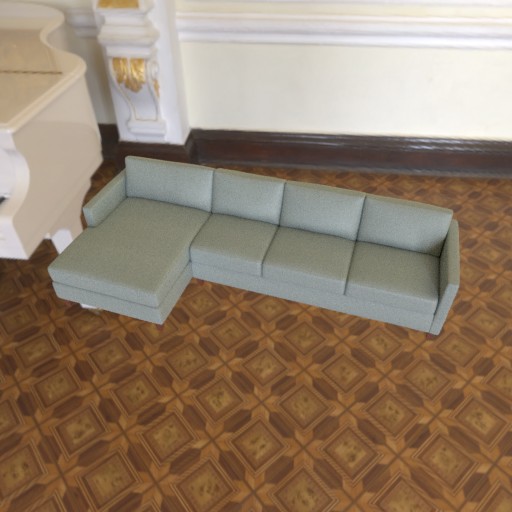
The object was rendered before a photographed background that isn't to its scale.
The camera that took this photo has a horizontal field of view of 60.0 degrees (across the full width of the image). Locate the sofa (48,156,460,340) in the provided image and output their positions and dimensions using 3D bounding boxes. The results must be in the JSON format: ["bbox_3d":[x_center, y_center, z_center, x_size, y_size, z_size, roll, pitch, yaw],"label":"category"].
[{"bbox_3d":[0.000,0.000,4.139,3.470,0.953,1.600,12,42,14],"label":"sofa"}]
